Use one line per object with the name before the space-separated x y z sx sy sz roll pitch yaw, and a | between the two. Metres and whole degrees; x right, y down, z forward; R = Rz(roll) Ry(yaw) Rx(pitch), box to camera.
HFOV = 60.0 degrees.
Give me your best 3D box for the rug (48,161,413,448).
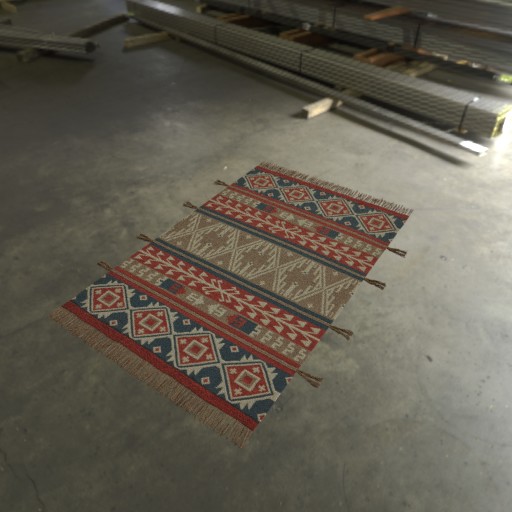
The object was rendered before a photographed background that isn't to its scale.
rug | 0.000 0.000 3.184 1.778 0.048 2.450 24 46 26
